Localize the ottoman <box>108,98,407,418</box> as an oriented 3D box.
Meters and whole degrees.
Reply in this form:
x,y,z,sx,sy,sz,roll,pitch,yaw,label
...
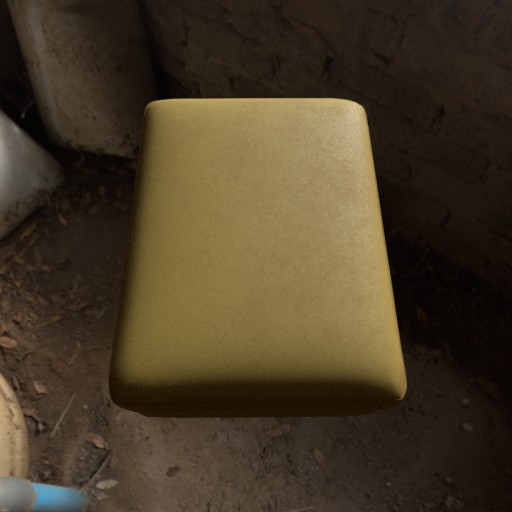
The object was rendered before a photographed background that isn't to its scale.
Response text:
x,y,z,sx,sy,sz,roll,pitch,yaw,label
0.000,0.000,1.168,0.608,0.449,0.811,0,64,0,ottoman
